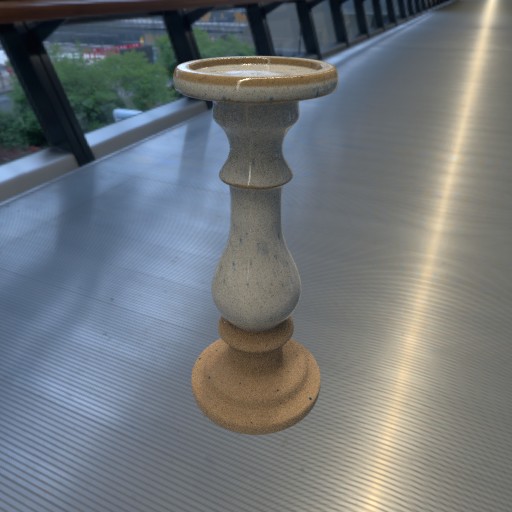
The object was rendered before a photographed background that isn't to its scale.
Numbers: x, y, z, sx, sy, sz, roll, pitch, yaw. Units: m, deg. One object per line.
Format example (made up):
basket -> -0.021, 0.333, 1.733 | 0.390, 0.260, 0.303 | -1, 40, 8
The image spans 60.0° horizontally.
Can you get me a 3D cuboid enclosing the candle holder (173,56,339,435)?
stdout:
candle holder -> 0.000, 0.000, 0.254 | 0.088, 0.203, 0.088 | 0, 30, 0
